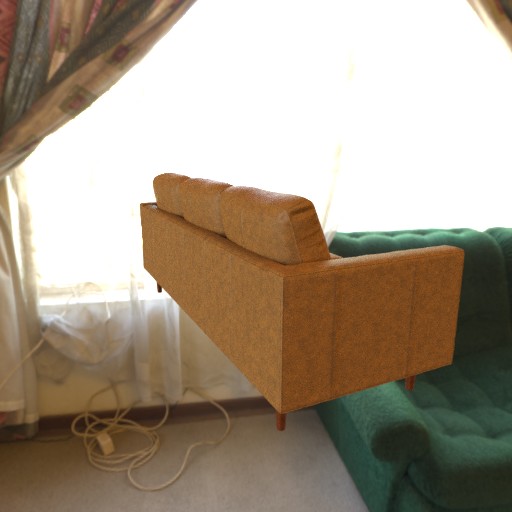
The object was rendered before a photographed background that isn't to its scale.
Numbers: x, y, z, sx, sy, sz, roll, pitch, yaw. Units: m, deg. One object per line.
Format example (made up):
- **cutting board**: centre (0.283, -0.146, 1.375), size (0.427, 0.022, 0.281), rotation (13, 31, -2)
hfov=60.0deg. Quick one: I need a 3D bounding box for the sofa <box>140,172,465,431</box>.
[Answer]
- **sofa**: centre (0.000, 0.000, 2.673), size (0.903, 0.930, 2.231), rotation (-7, 15, -25)
